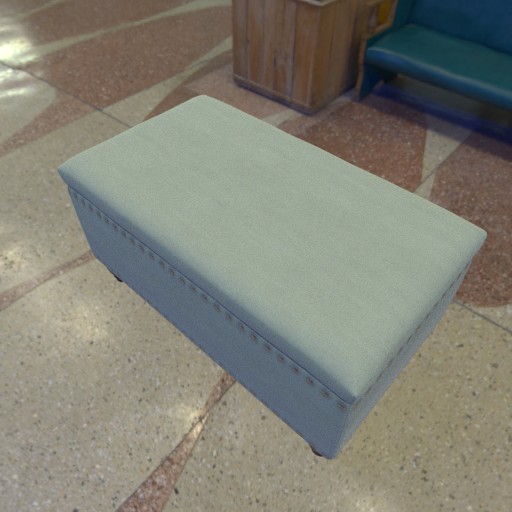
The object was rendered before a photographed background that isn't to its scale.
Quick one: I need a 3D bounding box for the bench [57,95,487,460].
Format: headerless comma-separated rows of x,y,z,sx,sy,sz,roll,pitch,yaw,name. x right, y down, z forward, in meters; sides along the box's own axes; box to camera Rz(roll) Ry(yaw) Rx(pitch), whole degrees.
0.000,0.000,1.158,0.887,0.449,0.500,34,56,27,bench
